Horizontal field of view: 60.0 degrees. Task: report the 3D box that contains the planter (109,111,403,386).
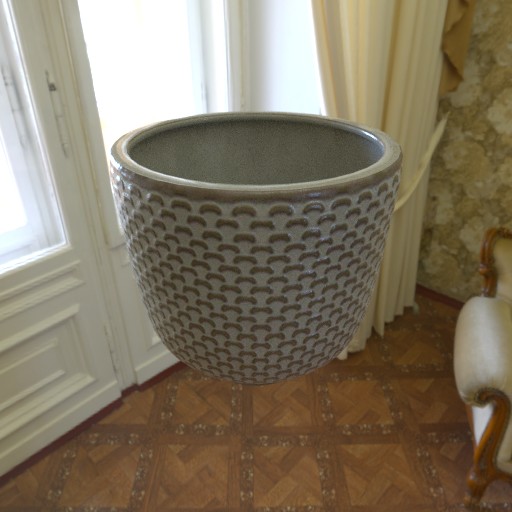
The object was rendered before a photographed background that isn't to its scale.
[{"bbox_3d":[0.000,0.000,0.246,0.139,0.130,0.139,0,30,0],"label":"planter"}]
